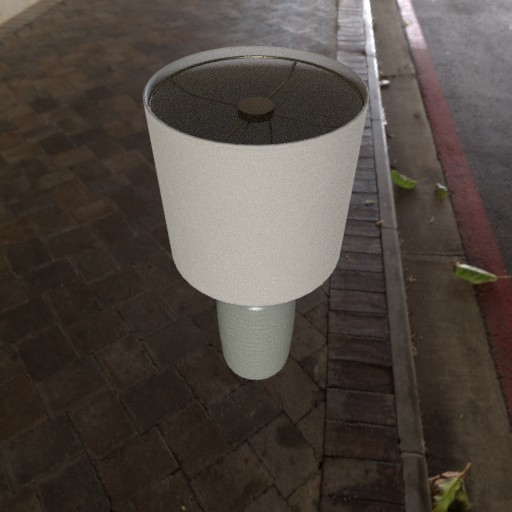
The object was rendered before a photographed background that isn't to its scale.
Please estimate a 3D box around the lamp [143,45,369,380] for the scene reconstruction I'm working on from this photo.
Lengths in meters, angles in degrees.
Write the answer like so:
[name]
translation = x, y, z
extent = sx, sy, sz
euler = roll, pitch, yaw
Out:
[lamp]
translation = 0.000, 0.000, 0.607
extent = 0.220, 0.475, 0.220
euler = 31, 53, 27
